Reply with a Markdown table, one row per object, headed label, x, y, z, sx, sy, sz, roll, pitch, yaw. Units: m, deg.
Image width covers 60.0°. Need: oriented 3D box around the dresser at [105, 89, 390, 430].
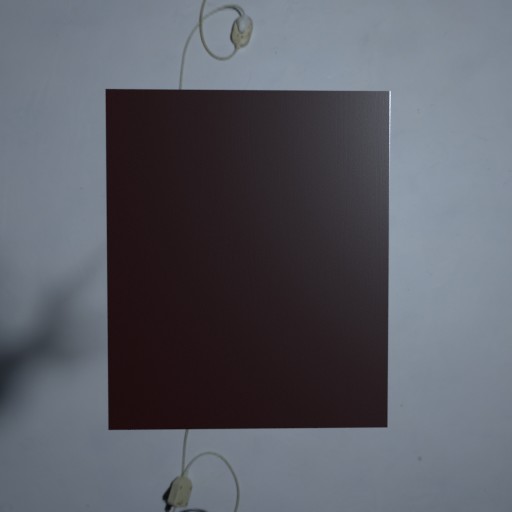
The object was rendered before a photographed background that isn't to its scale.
| label | x | y | z | sx | sy | sz | roll | pitch | yaw |
| --- | --- | --- | --- | --- | --- | --- | --- | --- | --- |
| dresser | 0.000 | 0.000 | 0.758 | 0.360 | 0.470 | 0.400 | 0 | 91 | -1 |
